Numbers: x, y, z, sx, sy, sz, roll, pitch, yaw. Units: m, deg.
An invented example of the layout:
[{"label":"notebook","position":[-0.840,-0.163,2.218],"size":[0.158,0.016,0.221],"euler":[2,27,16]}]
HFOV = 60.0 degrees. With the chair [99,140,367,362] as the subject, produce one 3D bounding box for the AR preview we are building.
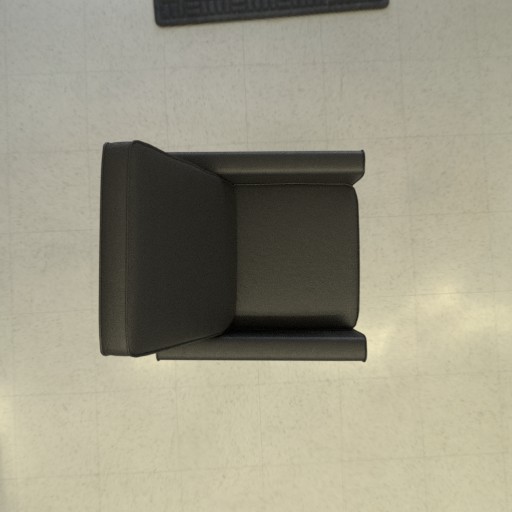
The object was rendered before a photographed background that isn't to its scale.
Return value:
[{"label":"chair","position":[0.000,0.000,1.520],"size":[0.746,1.013,0.705],"euler":[0,88,-1]}]
